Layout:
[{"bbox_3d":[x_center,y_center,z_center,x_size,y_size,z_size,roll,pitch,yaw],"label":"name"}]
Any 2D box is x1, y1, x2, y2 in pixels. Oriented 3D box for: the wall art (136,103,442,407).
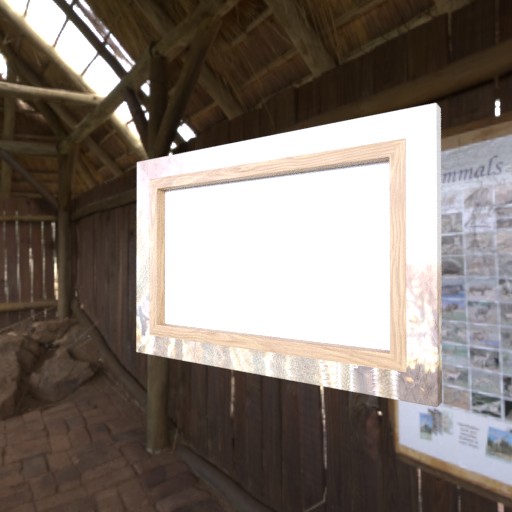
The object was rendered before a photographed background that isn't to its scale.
[{"bbox_3d":[0.000,0.000,1.167,0.916,0.608,0.040,0,-1,36],"label":"wall art"}]
